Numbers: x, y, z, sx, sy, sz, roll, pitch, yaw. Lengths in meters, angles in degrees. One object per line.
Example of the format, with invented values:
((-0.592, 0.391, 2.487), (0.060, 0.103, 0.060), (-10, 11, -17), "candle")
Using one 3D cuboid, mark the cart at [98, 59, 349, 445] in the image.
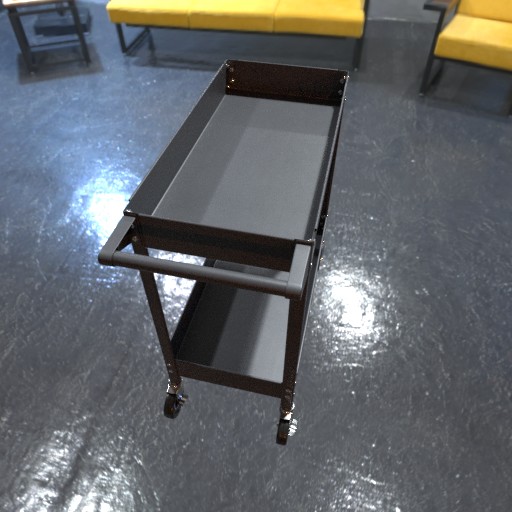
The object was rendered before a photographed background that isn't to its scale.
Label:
((0.000, 0.000, 1.195), (0.366, 0.719, 0.779), (10, 47, 9), "cart")
